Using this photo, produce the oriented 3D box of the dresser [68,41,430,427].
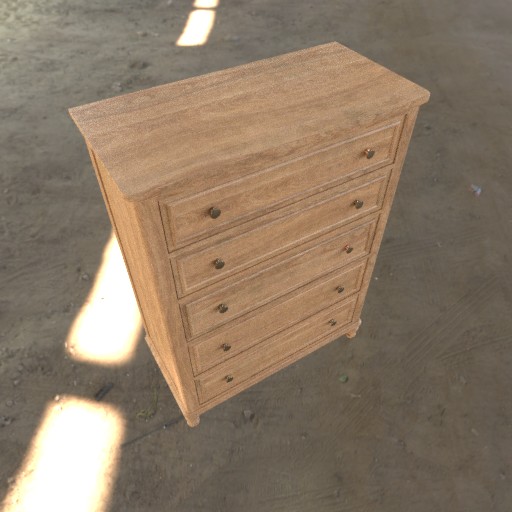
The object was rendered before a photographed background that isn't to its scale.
[{"bbox_3d":[0.000,0.000,1.782,0.973,1.318,0.484,-24,51,-21],"label":"dresser"}]
